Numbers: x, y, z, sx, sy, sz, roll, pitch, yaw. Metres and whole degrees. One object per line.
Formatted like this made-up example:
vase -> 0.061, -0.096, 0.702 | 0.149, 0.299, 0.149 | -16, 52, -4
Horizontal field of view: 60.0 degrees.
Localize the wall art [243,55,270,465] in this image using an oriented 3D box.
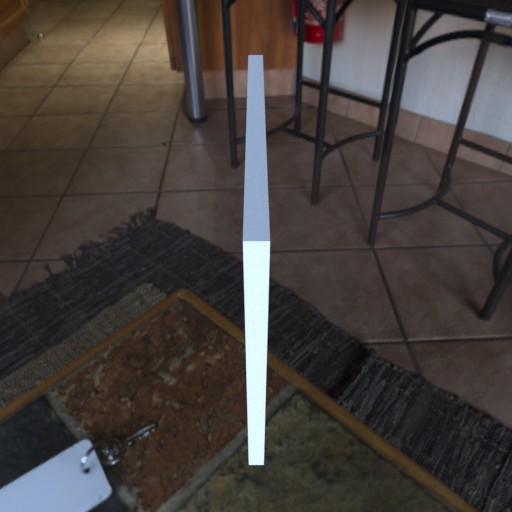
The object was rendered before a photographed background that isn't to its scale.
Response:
wall art -> 0.000, 0.000, 0.694 | 0.023, 0.453, 0.455 | 0, 43, 0
